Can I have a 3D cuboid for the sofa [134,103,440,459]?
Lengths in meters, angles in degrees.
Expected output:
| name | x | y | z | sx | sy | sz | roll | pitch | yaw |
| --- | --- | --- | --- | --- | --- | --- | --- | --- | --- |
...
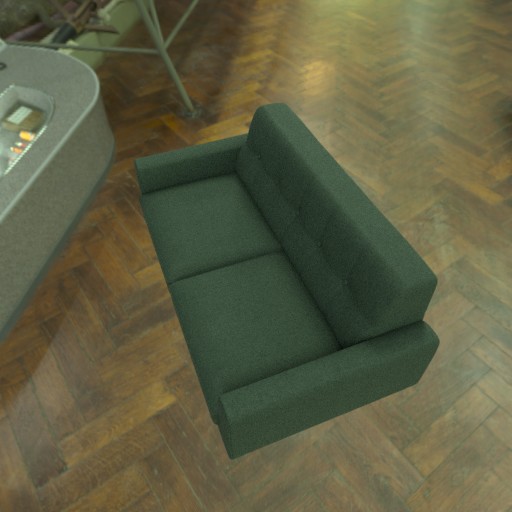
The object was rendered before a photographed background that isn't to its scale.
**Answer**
| name | x | y | z | sx | sy | sz | roll | pitch | yaw |
| --- | --- | --- | --- | --- | --- | --- | --- | --- | --- |
| sofa | 0.000 | 0.000 | 2.211 | 0.909 | 0.841 | 1.631 | -16 | 50 | -14 |
